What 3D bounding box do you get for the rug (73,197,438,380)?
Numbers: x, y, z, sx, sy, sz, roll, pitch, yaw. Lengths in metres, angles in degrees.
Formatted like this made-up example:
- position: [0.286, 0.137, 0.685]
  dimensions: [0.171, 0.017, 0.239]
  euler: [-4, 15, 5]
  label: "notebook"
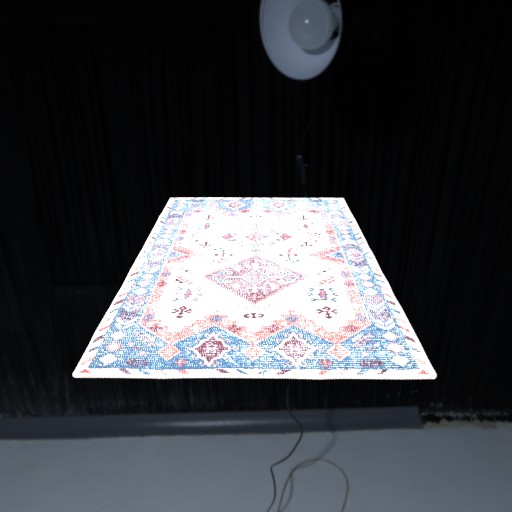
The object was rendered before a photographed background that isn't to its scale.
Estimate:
- position: [0.000, 0.000, 2.293]
  dimensions: [1.225, 0.015, 1.840]
  euler: [0, 26, 0]
  label: "rug"
